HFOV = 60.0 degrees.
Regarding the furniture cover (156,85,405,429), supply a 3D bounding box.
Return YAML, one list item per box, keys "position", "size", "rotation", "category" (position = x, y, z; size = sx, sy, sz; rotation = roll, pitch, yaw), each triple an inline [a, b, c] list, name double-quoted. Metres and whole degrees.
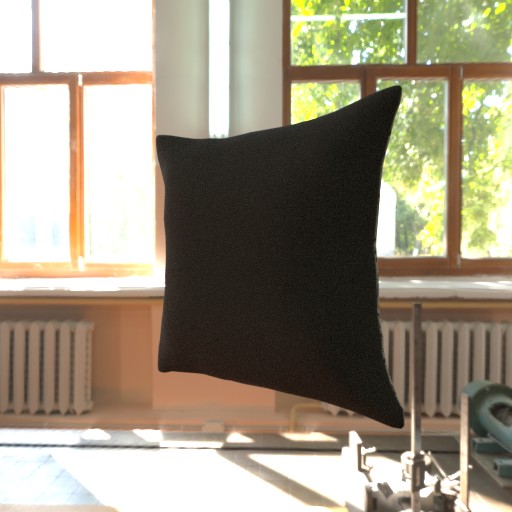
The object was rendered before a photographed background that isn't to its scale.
- position: [0.000, 0.000, 0.782]
  size: [0.525, 0.498, 0.180]
  rotation: [1, 1, 37]
  category: "furniture cover"
